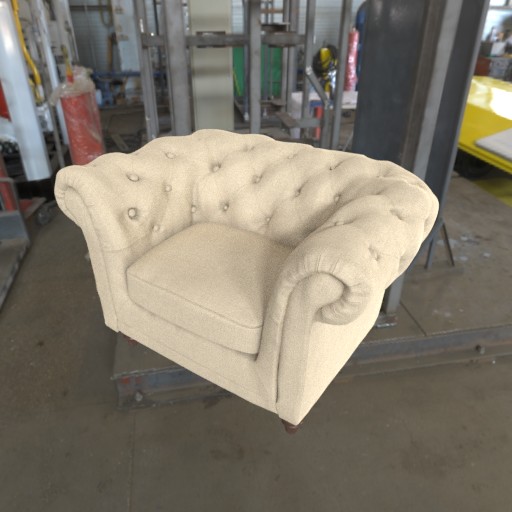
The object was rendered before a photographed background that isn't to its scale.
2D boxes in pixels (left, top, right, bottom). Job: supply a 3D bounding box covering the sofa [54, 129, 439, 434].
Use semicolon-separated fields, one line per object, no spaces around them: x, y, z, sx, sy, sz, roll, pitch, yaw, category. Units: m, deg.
0.000;0.000;1.998;1.405;0.878;1.034;19;36;29;sofa
